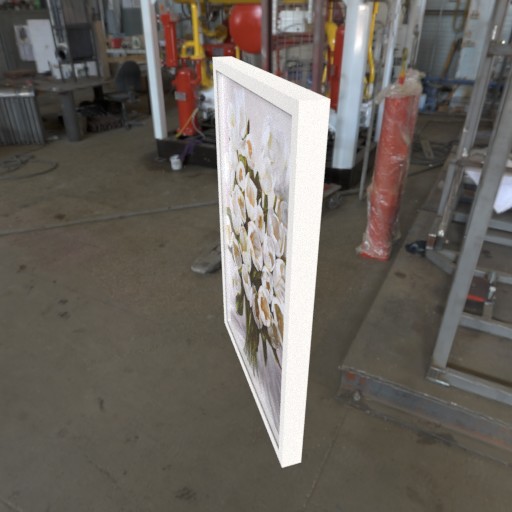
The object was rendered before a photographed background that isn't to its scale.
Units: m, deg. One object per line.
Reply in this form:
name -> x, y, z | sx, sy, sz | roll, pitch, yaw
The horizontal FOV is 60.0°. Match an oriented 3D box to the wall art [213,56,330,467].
wall art -> 0.000, 0.000, 0.852 | 0.038, 0.657, 0.450 | -9, 31, -15
